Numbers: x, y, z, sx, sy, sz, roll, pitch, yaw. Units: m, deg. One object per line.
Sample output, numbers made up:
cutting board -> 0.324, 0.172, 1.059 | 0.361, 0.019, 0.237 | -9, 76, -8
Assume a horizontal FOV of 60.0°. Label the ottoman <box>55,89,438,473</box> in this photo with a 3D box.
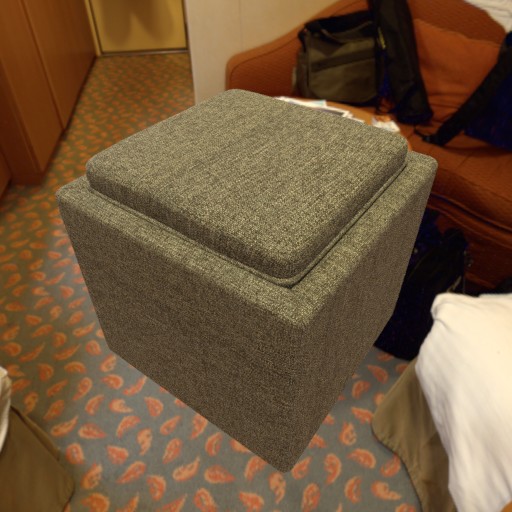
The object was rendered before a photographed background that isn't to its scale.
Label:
ottoman -> 0.000, 0.000, 0.820 | 0.450, 0.460, 0.450 | 25, 47, 26
